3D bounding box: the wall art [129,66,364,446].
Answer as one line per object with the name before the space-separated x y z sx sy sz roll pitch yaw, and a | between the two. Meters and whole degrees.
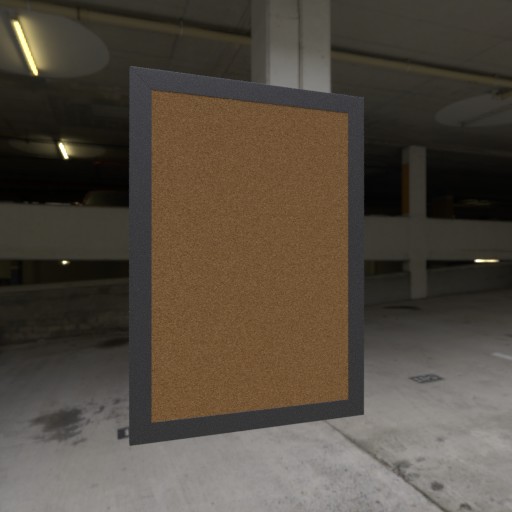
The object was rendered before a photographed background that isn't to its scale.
wall art | 0.000 0.000 0.690 0.380 0.534 0.013 0 0 -19
